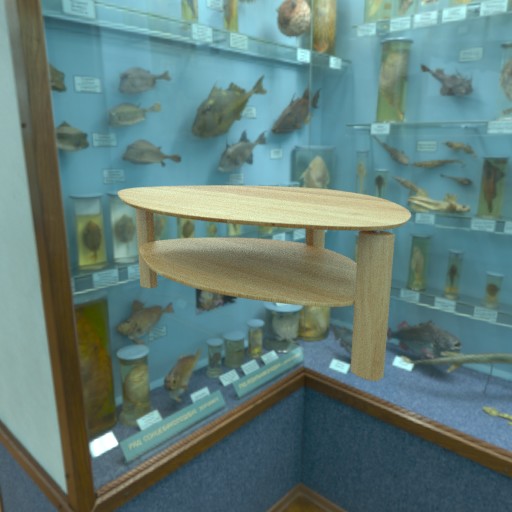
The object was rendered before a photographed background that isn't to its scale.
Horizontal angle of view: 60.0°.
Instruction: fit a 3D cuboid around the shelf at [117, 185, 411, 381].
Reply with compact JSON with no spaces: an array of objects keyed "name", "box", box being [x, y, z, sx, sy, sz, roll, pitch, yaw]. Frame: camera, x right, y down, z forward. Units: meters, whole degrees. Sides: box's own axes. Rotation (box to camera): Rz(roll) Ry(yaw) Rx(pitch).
[{"name":"shelf","box":[0.000,0.000,1.667,1.246,0.440,0.845,14,20,43]}]
